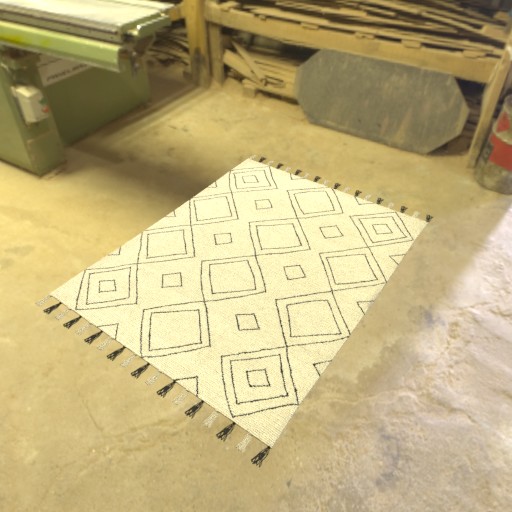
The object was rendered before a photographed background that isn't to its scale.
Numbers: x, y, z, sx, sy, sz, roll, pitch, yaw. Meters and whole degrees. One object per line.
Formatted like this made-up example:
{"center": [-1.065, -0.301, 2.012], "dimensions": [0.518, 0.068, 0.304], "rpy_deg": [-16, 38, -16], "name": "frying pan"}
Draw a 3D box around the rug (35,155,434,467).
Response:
{"center": [0.000, 0.000, 4.237], "dimensions": [2.342, 0.026, 3.221], "rpy_deg": [25, 47, 26], "name": "rug"}
